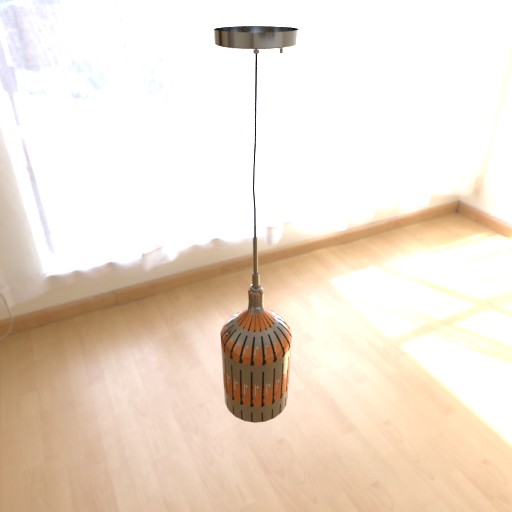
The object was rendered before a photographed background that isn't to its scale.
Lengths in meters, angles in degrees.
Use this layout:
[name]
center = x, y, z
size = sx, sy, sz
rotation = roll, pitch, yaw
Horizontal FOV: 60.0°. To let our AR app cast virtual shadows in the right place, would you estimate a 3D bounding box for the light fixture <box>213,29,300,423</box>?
[light fixture]
center = 0.000, 0.000, 1.678
size = 0.303, 1.535, 0.303
rotation = 0, 31, 0
